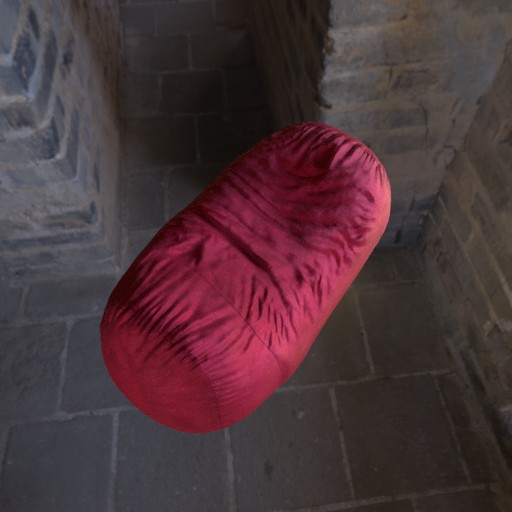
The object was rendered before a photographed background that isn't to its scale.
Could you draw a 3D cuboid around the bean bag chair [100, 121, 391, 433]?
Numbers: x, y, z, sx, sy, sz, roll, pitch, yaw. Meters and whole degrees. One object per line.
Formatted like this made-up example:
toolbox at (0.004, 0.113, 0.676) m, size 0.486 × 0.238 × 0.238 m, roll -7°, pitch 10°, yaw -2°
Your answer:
bean bag chair at (0.000, 0.000, 2.878) m, size 1.216 × 0.867 × 2.293 m, roll 32°, pitch 63°, yaw 18°
